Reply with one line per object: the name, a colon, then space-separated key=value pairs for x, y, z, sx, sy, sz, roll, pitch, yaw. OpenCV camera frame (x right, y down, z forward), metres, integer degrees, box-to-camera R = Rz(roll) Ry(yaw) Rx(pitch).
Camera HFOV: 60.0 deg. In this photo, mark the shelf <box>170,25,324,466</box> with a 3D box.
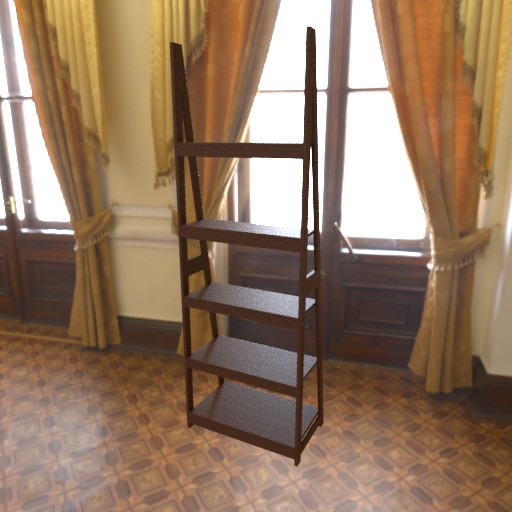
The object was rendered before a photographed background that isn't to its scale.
shelf: x=0.000 y=0.000 z=2.010 sx=0.600 sy=1.770 sz=0.350 roll=8 pitch=17 yaw=26
